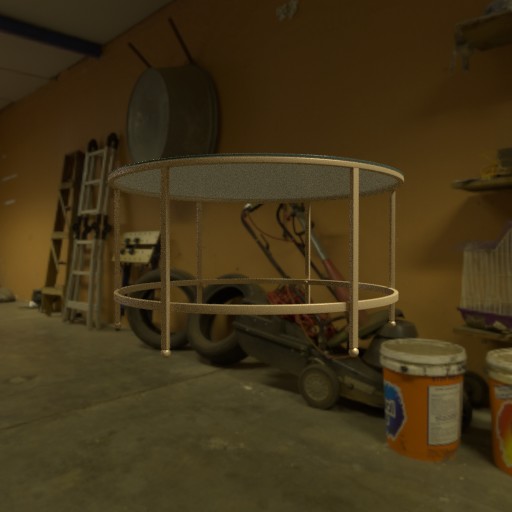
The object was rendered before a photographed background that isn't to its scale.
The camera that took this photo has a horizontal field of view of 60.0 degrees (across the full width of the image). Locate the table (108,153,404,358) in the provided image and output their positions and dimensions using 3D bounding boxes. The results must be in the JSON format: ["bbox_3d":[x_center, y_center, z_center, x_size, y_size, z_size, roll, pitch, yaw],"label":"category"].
[{"bbox_3d":[0.000,0.000,1.440,0.914,0.470,0.914,0,1,0],"label":"table"}]
